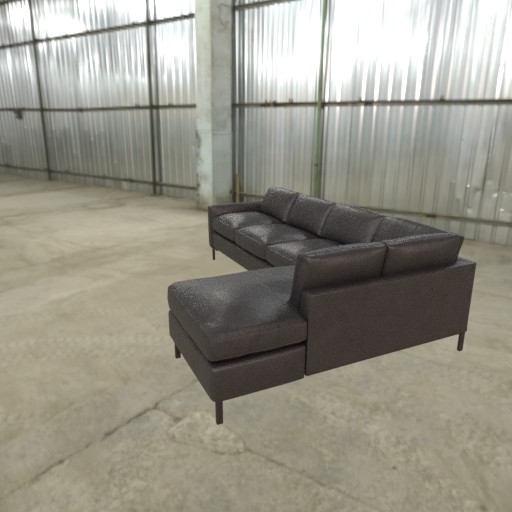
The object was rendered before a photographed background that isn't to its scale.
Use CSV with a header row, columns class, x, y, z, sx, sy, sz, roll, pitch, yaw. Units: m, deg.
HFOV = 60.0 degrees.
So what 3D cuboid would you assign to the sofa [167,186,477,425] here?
class,x,y,z,sx,sy,sz,roll,pitch,yaw
sofa,0.000,0.000,3.901,1.938,0.877,2.984,-8,18,-24
